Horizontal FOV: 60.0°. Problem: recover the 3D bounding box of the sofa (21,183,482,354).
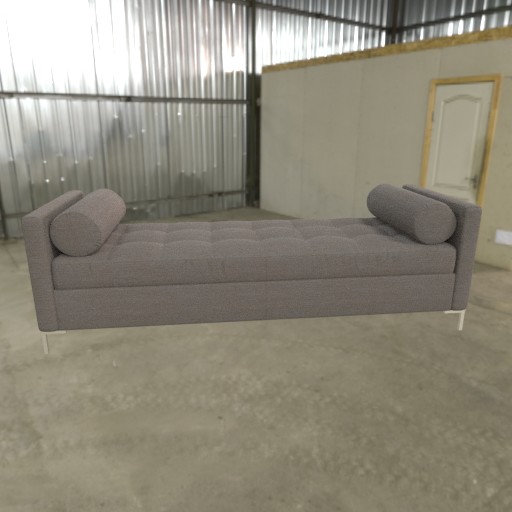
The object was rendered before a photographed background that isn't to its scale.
[{"bbox_3d":[0.000,0.000,2.288,1.981,0.635,0.686,-2,18,-6],"label":"sofa"}]
